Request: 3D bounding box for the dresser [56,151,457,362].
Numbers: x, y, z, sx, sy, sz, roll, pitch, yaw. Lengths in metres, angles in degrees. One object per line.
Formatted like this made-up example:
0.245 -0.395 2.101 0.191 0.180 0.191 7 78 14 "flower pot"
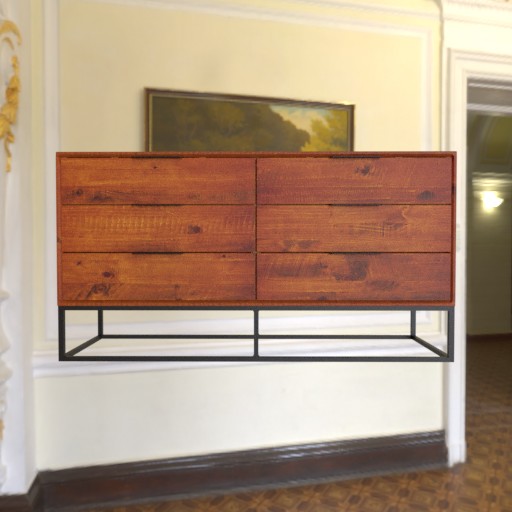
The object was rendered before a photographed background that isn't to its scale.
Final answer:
0.000 0.000 1.914 1.536 0.810 0.464 0 1 0 "dresser"
